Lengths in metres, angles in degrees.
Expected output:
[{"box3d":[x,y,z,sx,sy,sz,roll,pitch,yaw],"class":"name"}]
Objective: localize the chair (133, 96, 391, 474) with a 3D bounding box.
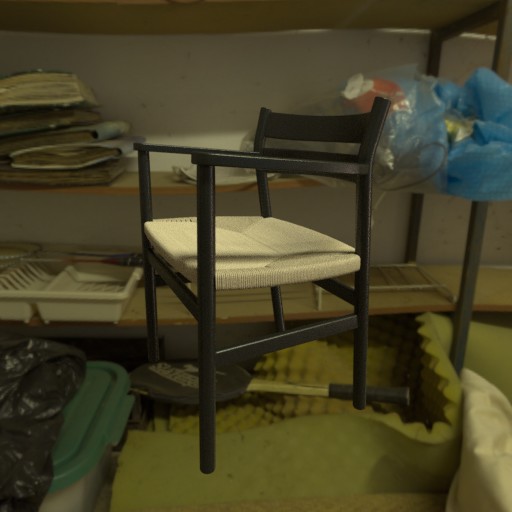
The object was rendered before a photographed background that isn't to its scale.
[{"box3d":[0.000,0.000,1.176,0.508,0.775,0.630,-7,18,-24],"class":"chair"}]
